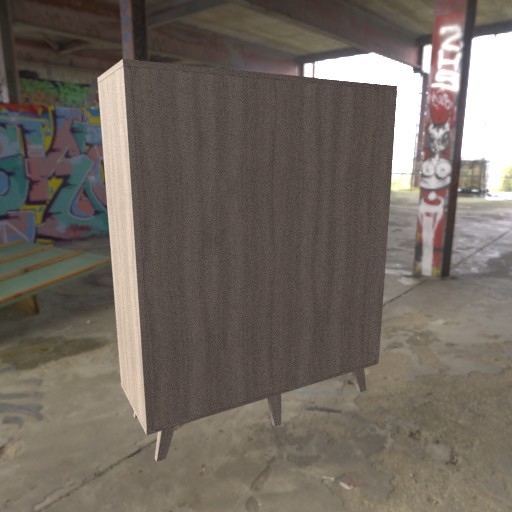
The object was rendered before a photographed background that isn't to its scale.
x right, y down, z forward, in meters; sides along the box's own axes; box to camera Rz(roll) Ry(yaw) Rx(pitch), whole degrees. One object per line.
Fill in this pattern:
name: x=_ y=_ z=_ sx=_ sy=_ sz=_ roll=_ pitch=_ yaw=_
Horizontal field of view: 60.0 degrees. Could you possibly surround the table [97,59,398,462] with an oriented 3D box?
table: x=0.000 y=0.000 z=1.879 sx=1.111 sy=1.388 sz=0.398 roll=-7 pitch=15 yaw=-28
